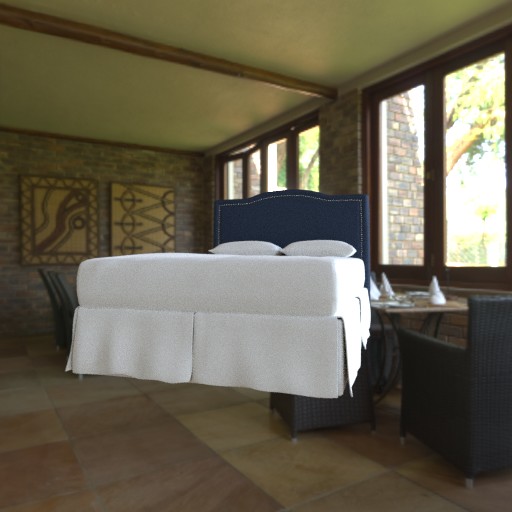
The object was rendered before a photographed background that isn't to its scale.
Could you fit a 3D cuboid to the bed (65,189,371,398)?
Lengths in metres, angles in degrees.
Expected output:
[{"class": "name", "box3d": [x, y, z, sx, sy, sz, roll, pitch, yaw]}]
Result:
[{"class": "bed", "box3d": [0.000, 0.000, 3.607, 1.741, 1.441, 2.507, 0, 0, 17]}]
